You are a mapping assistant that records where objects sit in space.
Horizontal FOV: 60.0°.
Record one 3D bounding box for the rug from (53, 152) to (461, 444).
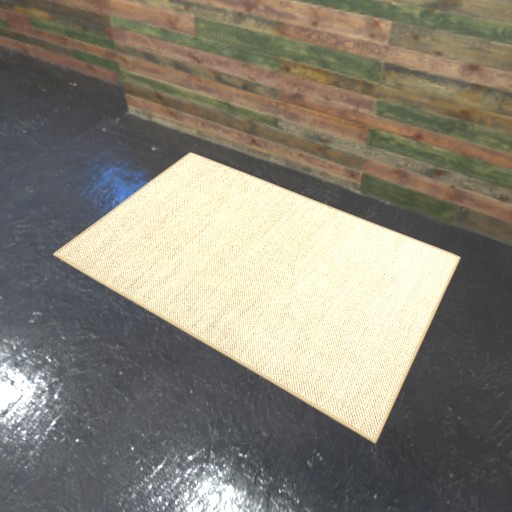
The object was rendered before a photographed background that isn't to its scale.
[{"bbox_3d":[0.000,0.000,2.139,1.667,0.013,1.062,25,51,22],"label":"rug"}]
